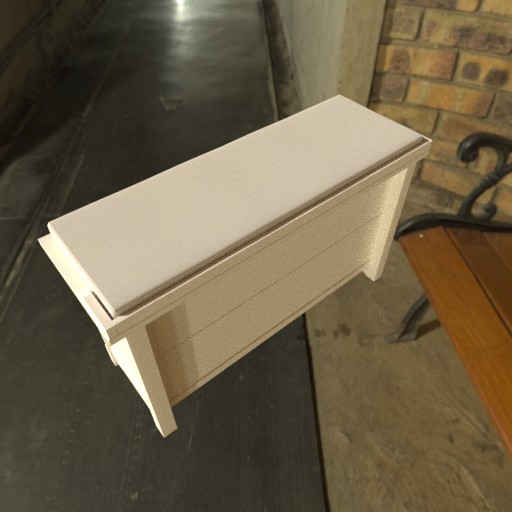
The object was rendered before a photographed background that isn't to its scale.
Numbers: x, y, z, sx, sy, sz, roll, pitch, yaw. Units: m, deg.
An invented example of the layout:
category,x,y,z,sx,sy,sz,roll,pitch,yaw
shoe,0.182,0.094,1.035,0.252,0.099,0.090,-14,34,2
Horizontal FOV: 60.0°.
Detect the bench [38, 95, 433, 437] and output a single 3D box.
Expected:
category,x,y,z,sx,sy,sz,roll,pitch,yaw
bench,0.000,0.000,1.300,0.987,0.589,0.346,-31,54,-26
